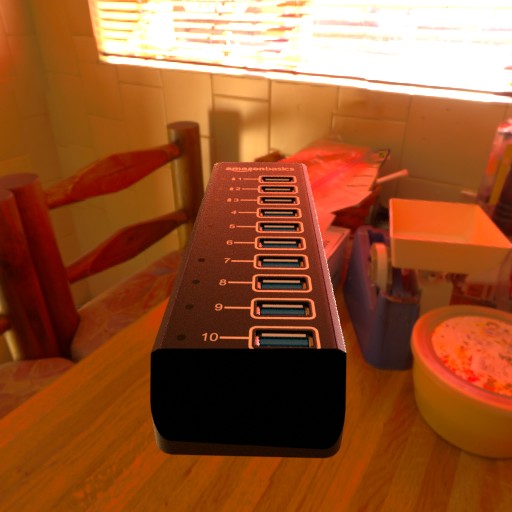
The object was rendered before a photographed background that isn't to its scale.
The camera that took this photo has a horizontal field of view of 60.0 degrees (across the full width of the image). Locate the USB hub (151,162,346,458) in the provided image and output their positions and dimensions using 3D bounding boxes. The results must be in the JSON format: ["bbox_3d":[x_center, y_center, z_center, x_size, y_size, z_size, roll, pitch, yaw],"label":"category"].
[{"bbox_3d":[0.000,0.000,0.159,0.044,0.023,0.145,1,30,1],"label":"USB hub"}]
